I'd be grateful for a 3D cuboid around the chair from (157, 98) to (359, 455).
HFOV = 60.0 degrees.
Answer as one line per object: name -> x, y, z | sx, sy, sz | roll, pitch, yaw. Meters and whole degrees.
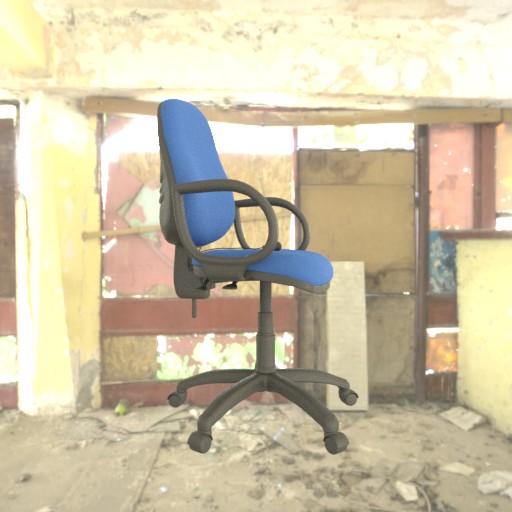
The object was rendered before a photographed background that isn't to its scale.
chair -> 0.000, 0.000, 1.247 | 0.549, 0.905, 0.552 | 0, 2, 17
